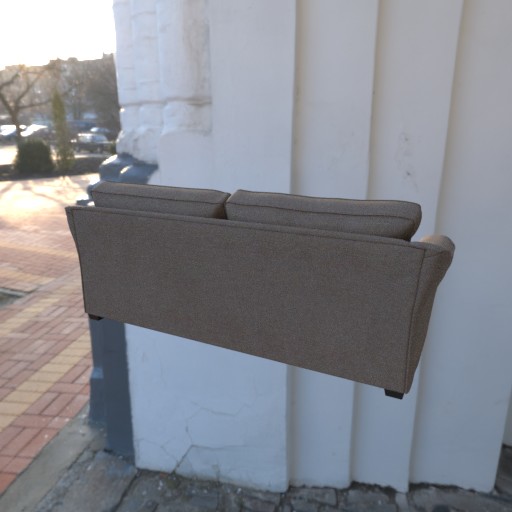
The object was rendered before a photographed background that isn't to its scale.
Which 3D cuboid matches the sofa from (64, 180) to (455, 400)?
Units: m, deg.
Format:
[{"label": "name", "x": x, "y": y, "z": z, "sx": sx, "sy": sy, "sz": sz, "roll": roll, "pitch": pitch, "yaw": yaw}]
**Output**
[{"label": "sofa", "x": 0.000, "y": 0.000, "z": 2.791, "sx": 2.270, "sy": 0.906, "sz": 0.986, "roll": 8, "pitch": 18, "yaw": 26}]
